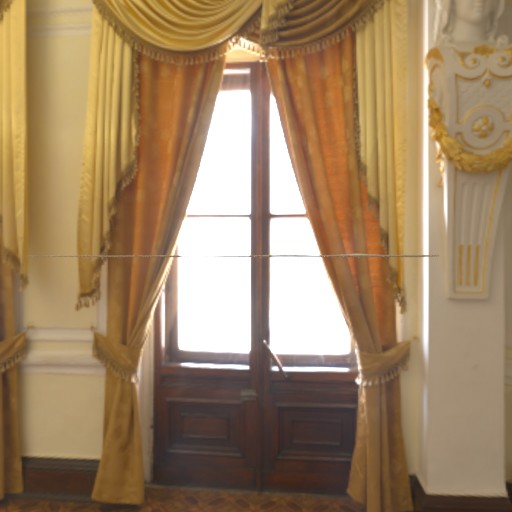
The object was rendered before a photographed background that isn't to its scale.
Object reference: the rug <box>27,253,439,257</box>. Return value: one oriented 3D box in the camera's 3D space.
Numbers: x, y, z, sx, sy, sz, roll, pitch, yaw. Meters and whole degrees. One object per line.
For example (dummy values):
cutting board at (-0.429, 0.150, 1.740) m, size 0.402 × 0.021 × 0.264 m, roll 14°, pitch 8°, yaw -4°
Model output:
rug at (0.000, 0.000, 4.215) m, size 3.051 × 0.021 × 2.448 m, roll 0°, pitch 0°, yaw 18°
